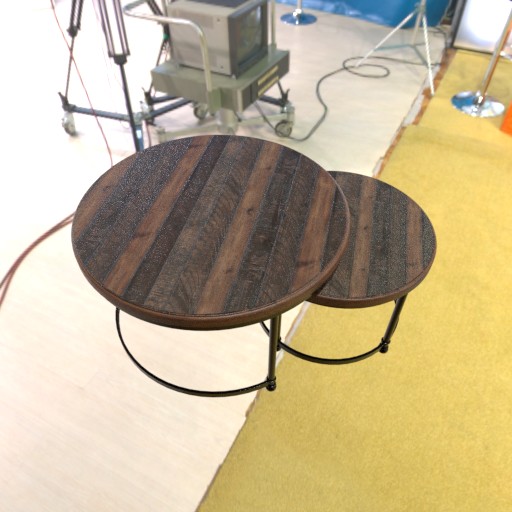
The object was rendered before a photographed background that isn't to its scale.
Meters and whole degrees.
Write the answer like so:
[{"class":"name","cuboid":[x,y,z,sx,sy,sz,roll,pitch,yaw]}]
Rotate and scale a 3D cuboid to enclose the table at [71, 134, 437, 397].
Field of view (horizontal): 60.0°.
[{"class":"table","cuboid":[0.000,0.000,1.614,1.152,0.516,0.870,-8,47,-8]}]
